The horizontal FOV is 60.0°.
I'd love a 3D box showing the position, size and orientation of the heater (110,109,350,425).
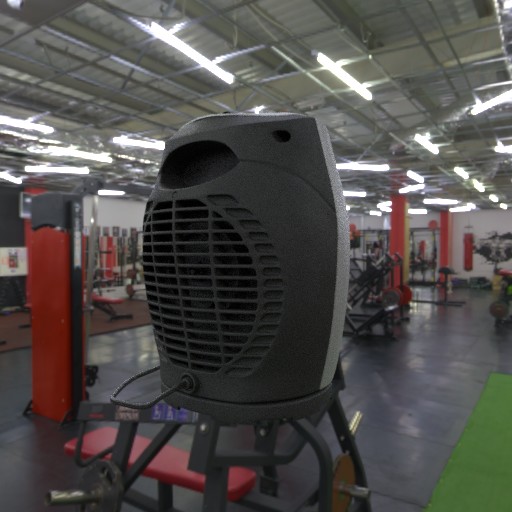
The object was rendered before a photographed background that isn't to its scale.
[{"bbox_3d":[0.000,0.000,0.466,0.239,0.255,0.291,0,1,36],"label":"heater"}]
